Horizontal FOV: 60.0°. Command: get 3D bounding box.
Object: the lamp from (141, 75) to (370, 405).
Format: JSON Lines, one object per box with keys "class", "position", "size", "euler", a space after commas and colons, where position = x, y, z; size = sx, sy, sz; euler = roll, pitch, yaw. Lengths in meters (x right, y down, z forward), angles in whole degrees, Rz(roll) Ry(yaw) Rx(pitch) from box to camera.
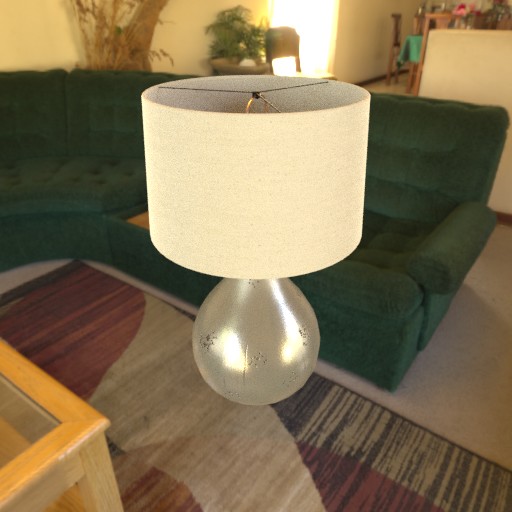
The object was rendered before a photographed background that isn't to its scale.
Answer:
{"class": "lamp", "position": [0.000, 0.000, 0.736], "size": [0.330, 0.521, 0.330], "euler": [0, 30, 0]}
